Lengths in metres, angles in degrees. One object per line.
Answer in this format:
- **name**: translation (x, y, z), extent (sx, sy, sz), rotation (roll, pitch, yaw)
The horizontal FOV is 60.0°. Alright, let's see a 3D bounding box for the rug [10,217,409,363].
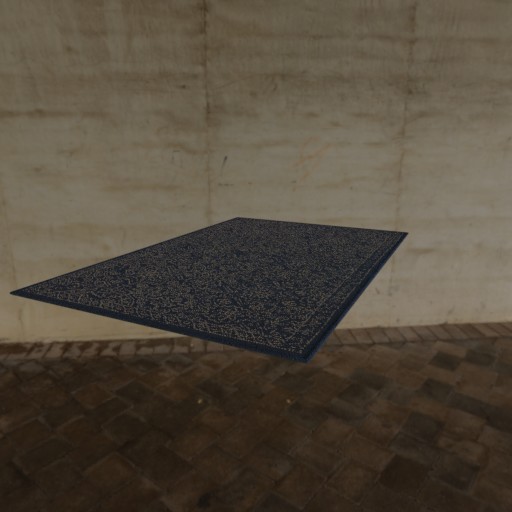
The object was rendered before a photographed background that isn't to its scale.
- **rug**: translation (0.000, 0.000, 2.233), extent (1.219, 0.010, 1.829), rotation (7, 17, 25)
